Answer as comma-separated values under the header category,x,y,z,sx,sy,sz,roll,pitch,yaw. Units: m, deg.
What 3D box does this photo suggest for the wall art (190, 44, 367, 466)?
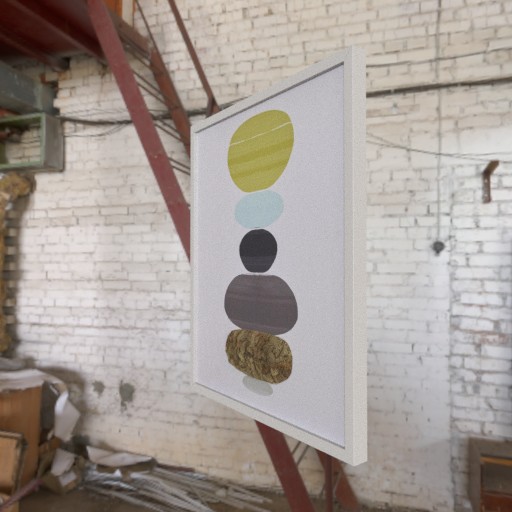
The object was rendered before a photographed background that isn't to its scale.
category,x,y,z,sx,sy,sz,roll,pitch,yaw
wall art,0.000,0.000,1.052,0.055,0.763,0.611,1,-1,-37
